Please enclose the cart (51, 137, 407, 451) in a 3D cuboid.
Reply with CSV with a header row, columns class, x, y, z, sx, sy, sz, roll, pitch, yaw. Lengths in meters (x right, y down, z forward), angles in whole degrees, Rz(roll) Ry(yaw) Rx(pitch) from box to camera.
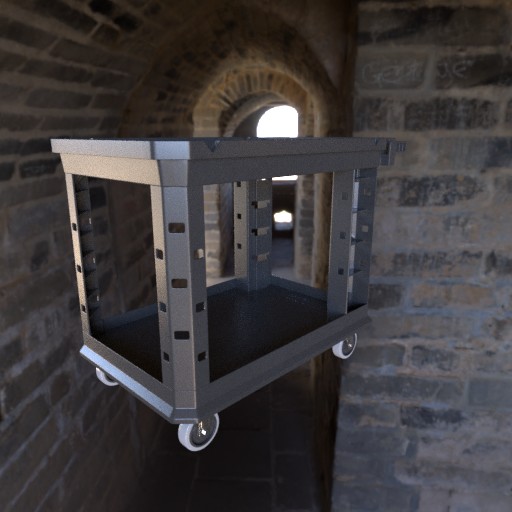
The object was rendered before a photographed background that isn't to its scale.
class,x,y,z,sx,sy,sz,roll,pitch,yaw
cart,0.000,0.000,1.717,0.674,0.884,1.239,15,21,42
